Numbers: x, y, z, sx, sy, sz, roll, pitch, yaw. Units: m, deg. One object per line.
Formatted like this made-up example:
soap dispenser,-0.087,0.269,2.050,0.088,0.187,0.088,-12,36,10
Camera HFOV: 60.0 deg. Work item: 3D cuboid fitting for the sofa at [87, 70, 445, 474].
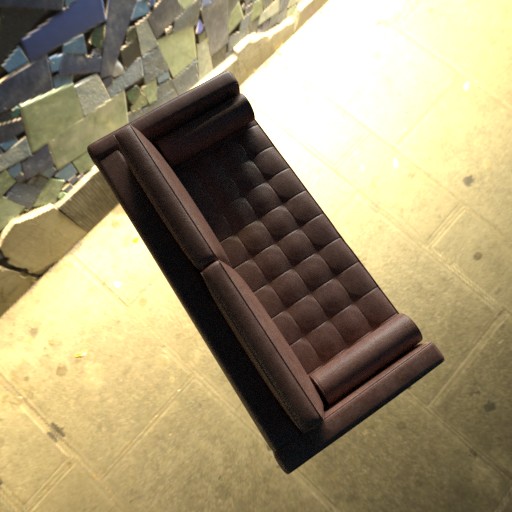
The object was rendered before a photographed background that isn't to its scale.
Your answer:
sofa,0.000,0.000,2.323,0.910,0.760,1.870,-32,77,-8
